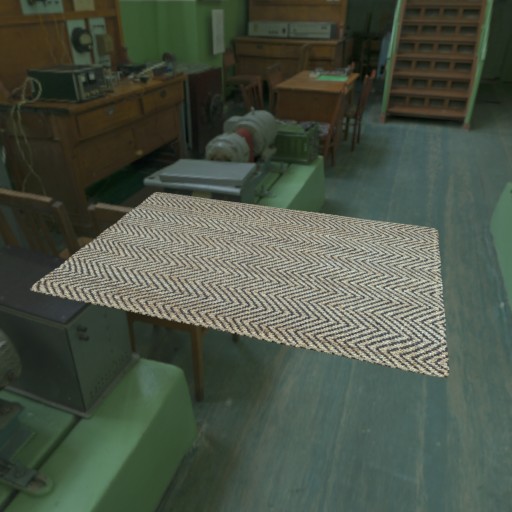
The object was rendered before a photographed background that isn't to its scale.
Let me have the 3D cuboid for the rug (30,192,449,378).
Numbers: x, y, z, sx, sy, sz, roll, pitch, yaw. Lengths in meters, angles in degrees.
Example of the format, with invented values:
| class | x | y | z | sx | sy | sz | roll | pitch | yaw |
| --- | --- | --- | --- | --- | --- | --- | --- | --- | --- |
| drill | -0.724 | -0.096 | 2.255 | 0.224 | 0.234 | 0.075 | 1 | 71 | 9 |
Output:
| class | x | y | z | sx | sy | sz | roll | pitch | yaw |
| --- | --- | --- | --- | --- | --- | --- | --- | --- | --- |
| rug | 0.000 | 0.000 | 2.307 | 1.828 | 0.008 | 1.219 | 9 | 32 | 15 |
